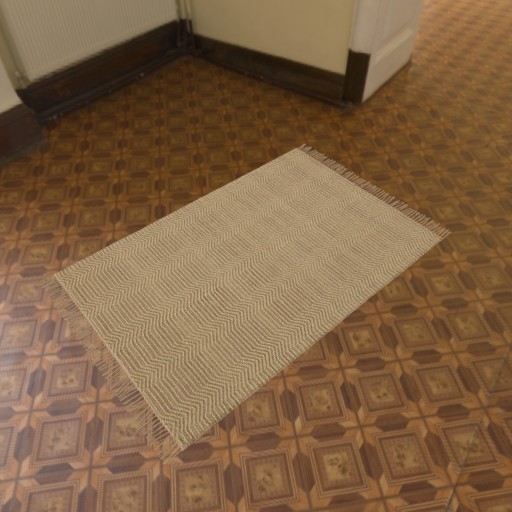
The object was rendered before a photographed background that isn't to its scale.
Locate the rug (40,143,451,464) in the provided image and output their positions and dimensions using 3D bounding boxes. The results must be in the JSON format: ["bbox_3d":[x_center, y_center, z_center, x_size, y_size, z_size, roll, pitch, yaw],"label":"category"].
[{"bbox_3d":[0.000,0.000,3.106,2.523,0.034,1.528,-32,55,-26],"label":"rug"}]
